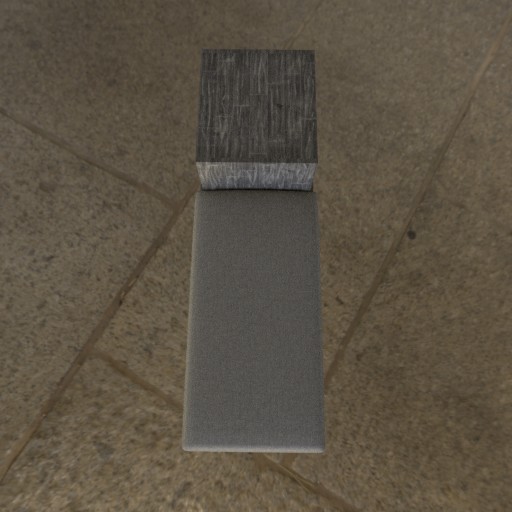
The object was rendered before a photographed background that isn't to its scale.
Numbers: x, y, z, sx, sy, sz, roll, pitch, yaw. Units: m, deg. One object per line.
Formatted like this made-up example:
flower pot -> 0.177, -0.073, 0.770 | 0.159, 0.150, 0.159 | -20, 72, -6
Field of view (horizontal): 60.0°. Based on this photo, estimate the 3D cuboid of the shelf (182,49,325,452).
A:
shelf -> 0.000, 0.000, 1.671 | 0.457, 0.633, 1.342 | 1, 74, 0
